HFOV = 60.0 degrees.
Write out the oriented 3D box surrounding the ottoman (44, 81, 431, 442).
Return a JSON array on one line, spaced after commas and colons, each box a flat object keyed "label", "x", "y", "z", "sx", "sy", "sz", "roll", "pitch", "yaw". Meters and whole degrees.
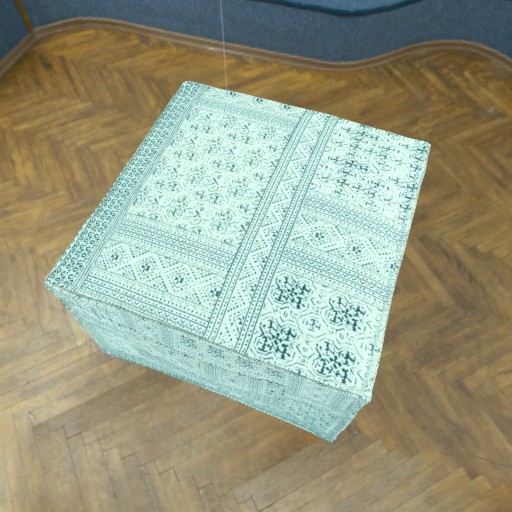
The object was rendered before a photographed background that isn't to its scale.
[{"label": "ottoman", "x": 0.000, "y": 0.000, "z": 1.052, "sx": 0.617, "sy": 0.439, "sz": 0.626, "roll": 18, "pitch": 61, "yaw": 10}]
